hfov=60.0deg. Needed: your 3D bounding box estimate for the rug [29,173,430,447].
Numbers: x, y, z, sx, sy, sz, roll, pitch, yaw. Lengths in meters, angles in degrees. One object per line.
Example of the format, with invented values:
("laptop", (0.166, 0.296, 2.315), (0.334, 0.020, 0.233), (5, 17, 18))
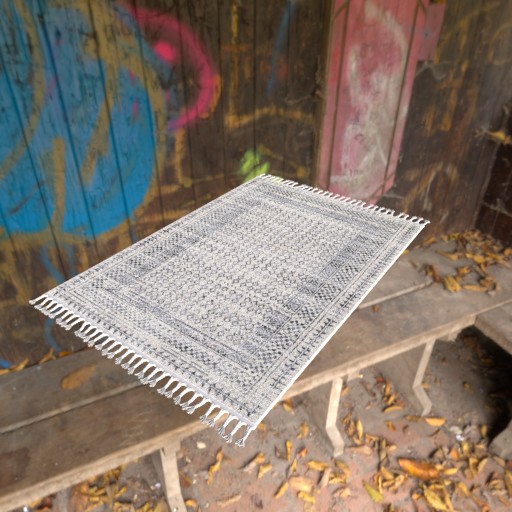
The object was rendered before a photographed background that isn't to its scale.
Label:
("rug", (0.000, 0.000, 2.339), (1.243, 0.013, 1.872), (22, 39, 30))
